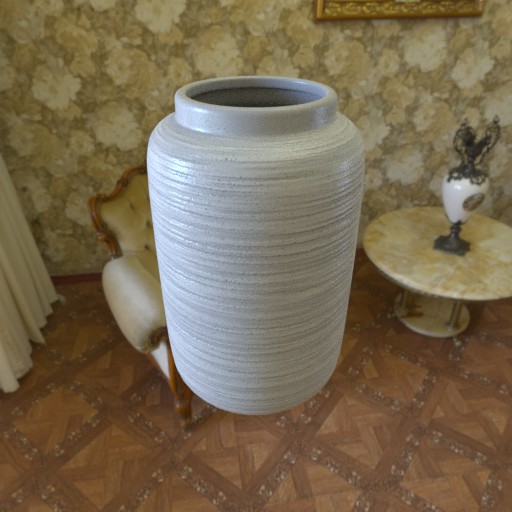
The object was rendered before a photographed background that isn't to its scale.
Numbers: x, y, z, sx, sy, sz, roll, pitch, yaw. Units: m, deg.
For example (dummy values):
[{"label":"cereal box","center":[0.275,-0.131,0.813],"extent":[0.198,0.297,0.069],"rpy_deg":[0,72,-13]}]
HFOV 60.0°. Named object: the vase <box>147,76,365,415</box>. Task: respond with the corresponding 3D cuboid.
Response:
[{"label":"vase","center":[0.000,0.000,0.468],"extent":[0.202,0.335,0.202],"rpy_deg":[0,32,0]}]
